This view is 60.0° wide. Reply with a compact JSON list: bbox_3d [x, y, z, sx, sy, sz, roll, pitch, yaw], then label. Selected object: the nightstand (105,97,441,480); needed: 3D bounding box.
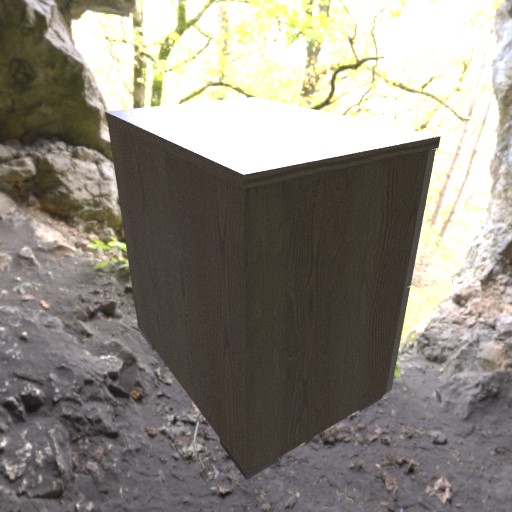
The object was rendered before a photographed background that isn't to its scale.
[{"bbox_3d":[0.000,0.000,0.781,0.325,0.461,0.442,-17,32,-30],"label":"nightstand"}]
